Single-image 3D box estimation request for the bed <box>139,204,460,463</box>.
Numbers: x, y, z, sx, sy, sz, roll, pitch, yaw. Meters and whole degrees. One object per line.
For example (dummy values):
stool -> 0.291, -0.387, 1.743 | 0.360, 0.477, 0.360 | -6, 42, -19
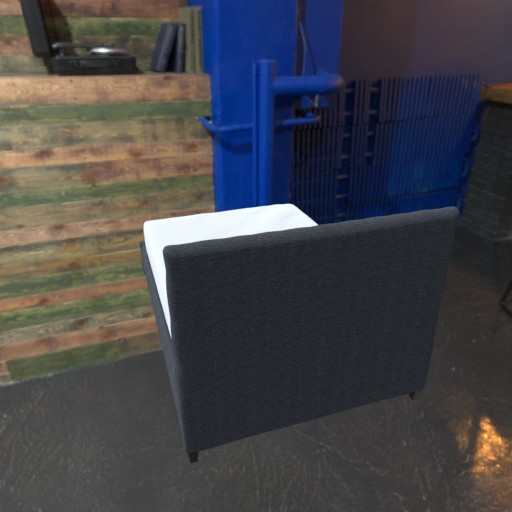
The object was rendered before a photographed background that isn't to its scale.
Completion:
bed -> 0.000, 0.000, 3.573 | 1.698, 1.427, 2.387 | -9, 28, -17
